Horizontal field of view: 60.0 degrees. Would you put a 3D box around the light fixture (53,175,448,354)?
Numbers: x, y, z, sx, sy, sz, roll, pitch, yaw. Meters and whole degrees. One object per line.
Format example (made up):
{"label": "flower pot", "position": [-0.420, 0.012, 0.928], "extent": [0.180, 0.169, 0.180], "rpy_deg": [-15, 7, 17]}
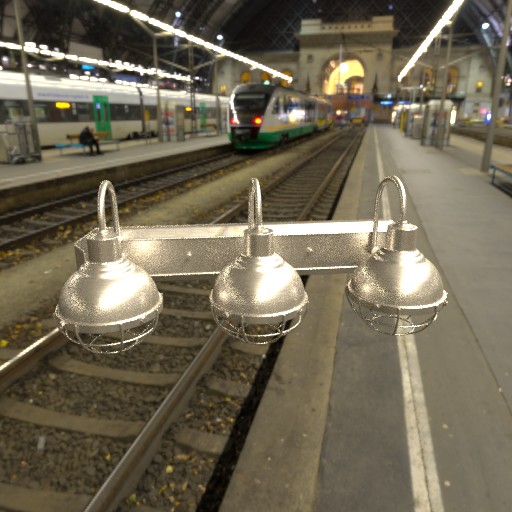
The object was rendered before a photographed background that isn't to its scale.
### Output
{"label": "light fixture", "position": [0.000, 0.000, 0.741], "extent": [0.634, 0.254, 0.229], "rpy_deg": [-2, 18, -7]}
